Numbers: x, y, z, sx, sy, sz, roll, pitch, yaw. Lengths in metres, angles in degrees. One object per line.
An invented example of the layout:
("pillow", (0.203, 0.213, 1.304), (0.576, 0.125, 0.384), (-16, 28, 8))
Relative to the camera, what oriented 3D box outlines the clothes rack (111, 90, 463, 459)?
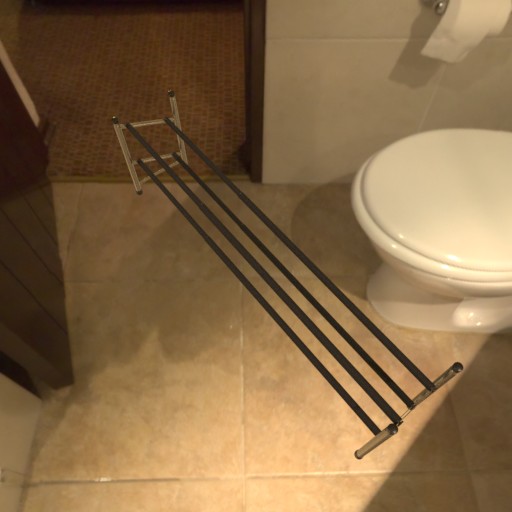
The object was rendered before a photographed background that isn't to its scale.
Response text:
("clothes rack", (0.000, 0.000, 1.301), (0.229, 0.349, 1.168), (-34, 64, -19))
